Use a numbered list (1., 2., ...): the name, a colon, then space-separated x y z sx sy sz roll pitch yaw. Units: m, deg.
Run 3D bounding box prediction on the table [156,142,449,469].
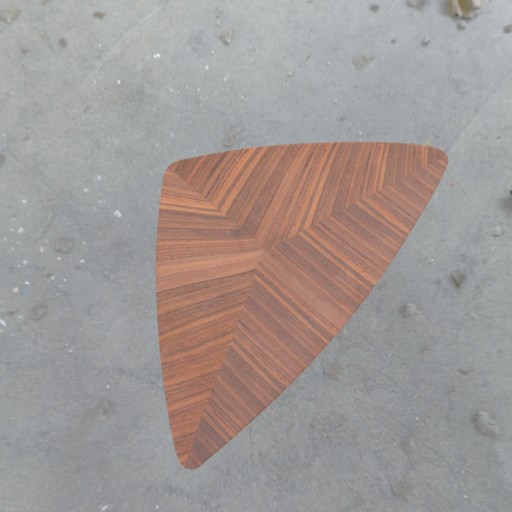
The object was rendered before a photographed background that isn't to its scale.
1. table: 0.000 0.000 1.284 0.601 0.365 1.008 40 79 9
